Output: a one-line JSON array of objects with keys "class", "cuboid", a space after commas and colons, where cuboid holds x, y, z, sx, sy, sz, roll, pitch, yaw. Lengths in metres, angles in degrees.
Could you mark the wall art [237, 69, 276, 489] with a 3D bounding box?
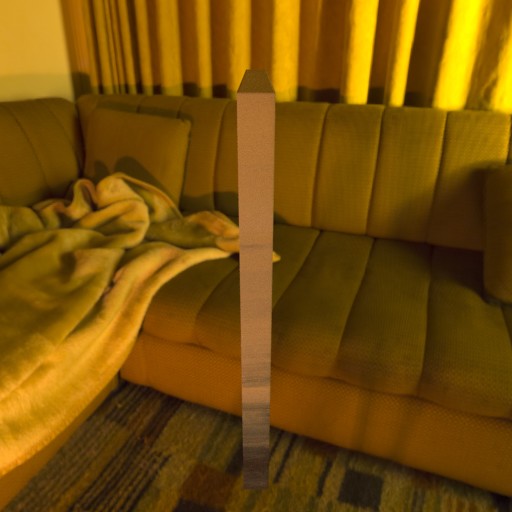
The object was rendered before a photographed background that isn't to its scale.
[{"class": "wall art", "cuboid": [0.000, 0.000, 0.811, 0.040, 0.608, 0.489, 0, 25, 0]}]
